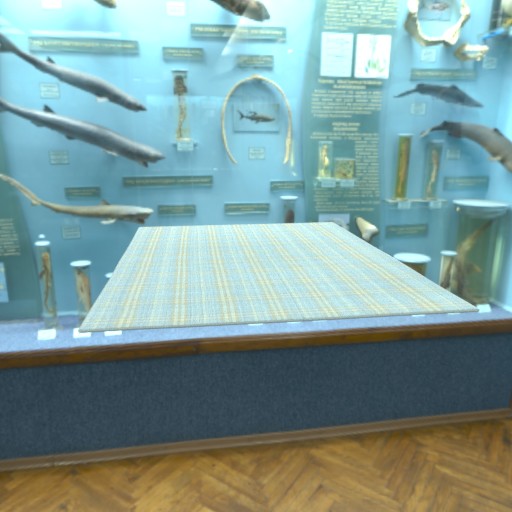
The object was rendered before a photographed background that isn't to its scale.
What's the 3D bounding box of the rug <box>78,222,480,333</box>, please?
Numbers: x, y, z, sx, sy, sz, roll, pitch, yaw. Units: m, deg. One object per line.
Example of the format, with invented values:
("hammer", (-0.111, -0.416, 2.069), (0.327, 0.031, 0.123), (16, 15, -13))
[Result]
("rug", (0.000, 0.000, 4.111), (2.462, 0.030, 3.066), (-2, 15, -8))
